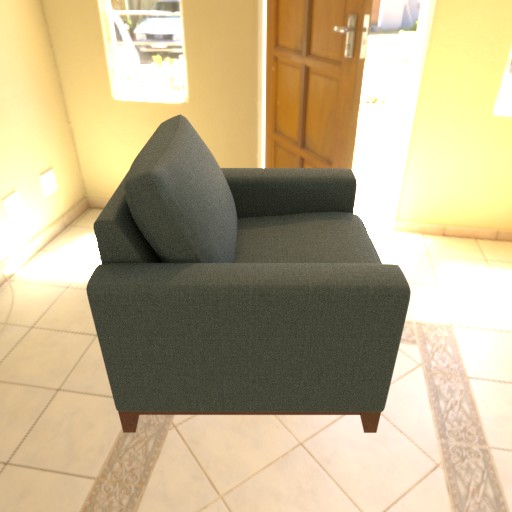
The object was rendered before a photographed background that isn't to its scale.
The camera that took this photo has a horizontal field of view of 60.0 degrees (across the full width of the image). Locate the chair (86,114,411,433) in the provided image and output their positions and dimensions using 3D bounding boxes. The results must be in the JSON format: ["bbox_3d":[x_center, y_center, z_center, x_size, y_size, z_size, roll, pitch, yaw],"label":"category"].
[{"bbox_3d":[0.000,0.000,1.874,1.038,1.010,1.024,0,32,0],"label":"chair"}]
